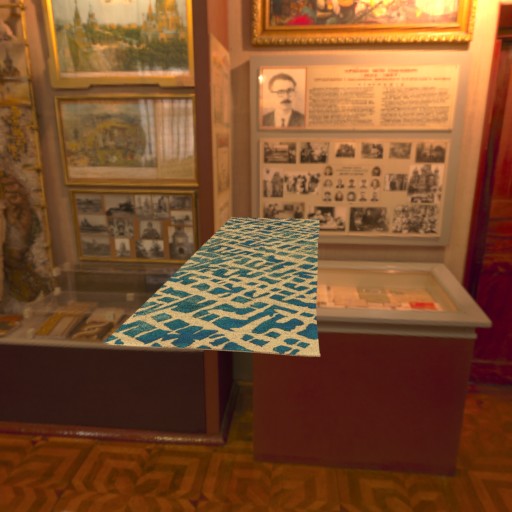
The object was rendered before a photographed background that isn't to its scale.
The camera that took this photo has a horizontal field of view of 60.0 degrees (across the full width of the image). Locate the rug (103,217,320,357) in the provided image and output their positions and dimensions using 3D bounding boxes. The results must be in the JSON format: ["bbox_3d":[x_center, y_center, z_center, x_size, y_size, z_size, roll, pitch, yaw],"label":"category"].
[{"bbox_3d":[0.000,0.000,2.692,0.768,0.011,2.446,2,16,7],"label":"rug"}]
